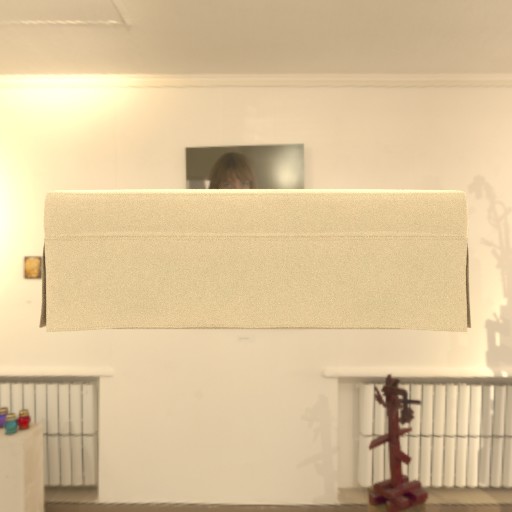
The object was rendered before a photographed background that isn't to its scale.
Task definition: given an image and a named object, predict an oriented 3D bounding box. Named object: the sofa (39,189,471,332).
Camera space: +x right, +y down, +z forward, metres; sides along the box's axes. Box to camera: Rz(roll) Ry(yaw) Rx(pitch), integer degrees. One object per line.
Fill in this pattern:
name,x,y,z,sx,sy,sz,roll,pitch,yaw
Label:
sofa,0.000,0.000,2.115,1.677,0.552,0.939,0,1,0
